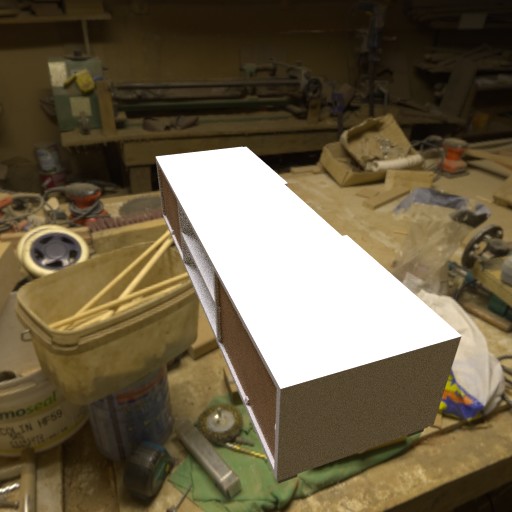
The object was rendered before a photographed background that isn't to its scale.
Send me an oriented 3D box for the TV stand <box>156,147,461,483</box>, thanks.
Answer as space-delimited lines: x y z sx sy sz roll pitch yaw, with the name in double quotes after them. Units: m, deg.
0.000 0.000 1.523 0.420 0.310 1.400 -11 33 -17 "TV stand"
